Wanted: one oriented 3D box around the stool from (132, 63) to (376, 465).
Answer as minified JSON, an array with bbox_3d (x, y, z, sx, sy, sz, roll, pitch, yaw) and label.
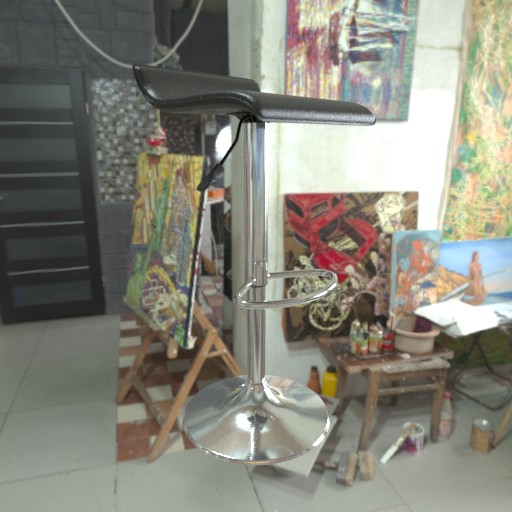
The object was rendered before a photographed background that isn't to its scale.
[{"bbox_3d":[0.000,0.000,1.051,0.381,0.851,0.381,14,20,43],"label":"stool"}]
